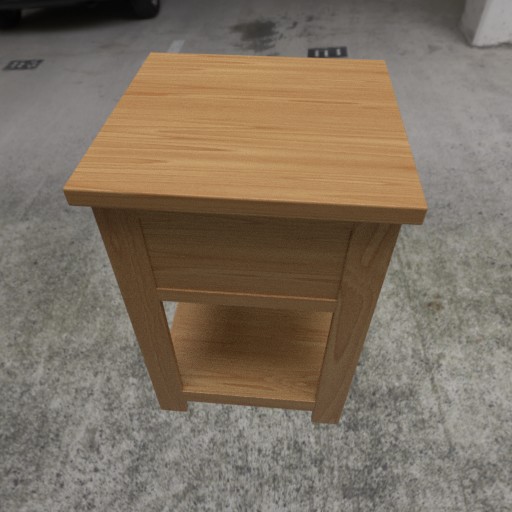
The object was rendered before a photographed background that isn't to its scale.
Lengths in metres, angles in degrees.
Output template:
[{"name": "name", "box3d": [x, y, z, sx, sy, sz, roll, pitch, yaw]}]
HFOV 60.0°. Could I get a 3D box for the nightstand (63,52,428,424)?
[{"name": "nightstand", "box3d": [0.000, 0.000, 0.877, 0.428, 0.614, 0.418, 3, 46, 3]}]
